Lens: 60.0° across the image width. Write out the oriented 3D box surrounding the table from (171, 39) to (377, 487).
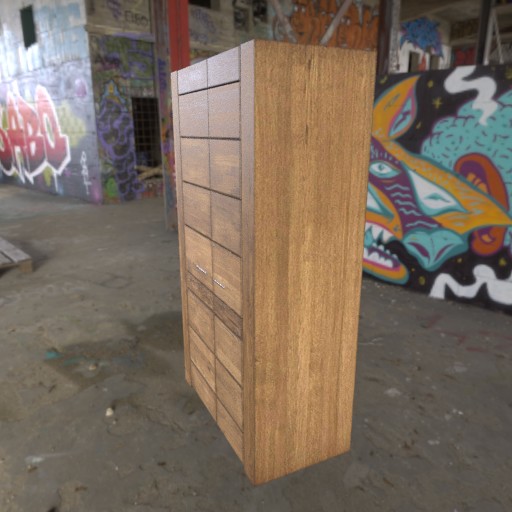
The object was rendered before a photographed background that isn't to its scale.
[{"bbox_3d":[0.000,0.000,2.487,0.600,2.000,1.100,-8,17,-25],"label":"table"}]
